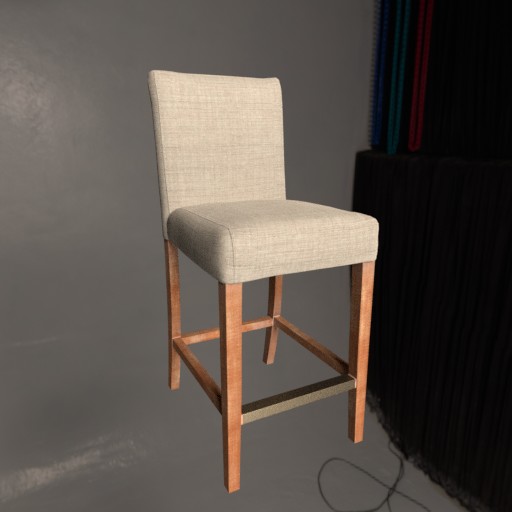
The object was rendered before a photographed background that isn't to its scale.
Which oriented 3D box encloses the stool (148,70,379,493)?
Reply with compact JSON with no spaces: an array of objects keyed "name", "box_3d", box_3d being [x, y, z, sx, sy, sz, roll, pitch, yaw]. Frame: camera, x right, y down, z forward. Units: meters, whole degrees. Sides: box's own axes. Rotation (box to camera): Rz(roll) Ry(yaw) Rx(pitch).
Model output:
[{"name":"stool","box_3d":[0.000,0.000,1.289,0.454,1.039,0.567,-8,17,-27]}]
